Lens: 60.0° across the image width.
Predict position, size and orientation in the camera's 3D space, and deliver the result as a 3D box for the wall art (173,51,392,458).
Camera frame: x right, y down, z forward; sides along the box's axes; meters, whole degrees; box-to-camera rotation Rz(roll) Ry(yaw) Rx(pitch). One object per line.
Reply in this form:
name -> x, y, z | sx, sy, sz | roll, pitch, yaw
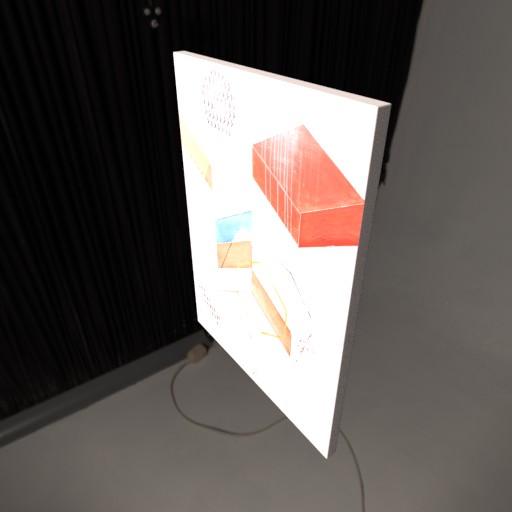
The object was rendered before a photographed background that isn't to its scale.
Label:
wall art -> 0.000, 0.000, 1.563 | 0.046, 1.221, 0.914 | -21, 38, -30
